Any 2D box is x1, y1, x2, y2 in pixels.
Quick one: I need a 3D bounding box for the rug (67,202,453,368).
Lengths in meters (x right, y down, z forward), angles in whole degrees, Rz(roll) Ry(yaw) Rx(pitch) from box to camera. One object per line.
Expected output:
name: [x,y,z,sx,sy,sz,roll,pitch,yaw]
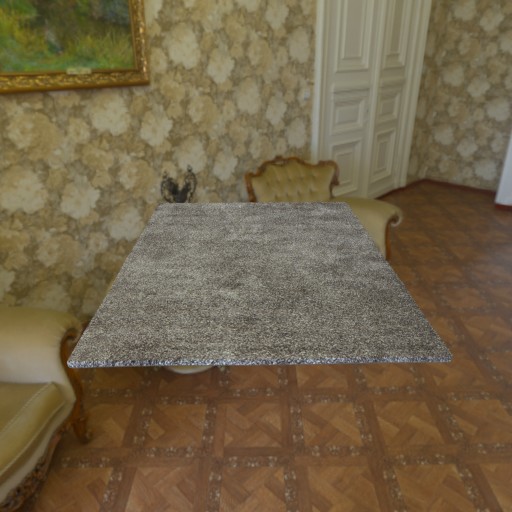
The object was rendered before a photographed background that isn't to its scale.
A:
rug: [0.000,0.000,2.101,1.198,0.025,1.601,-1,24,-1]
